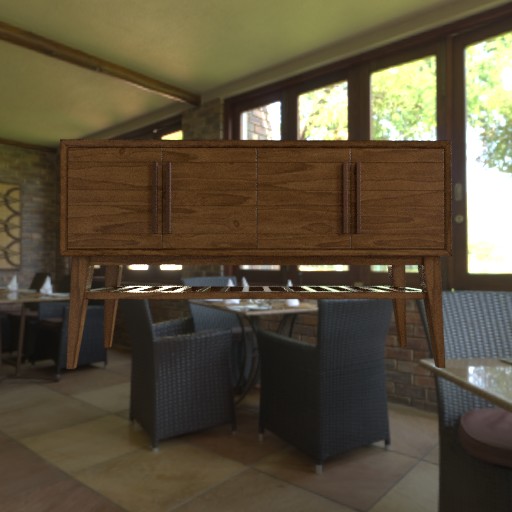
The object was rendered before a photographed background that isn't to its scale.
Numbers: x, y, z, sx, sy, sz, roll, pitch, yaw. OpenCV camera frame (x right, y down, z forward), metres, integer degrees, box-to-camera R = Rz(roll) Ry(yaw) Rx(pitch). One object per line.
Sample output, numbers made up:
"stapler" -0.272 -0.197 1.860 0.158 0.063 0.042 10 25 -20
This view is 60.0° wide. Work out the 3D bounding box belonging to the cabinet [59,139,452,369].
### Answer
"cabinet" 0.000 0.000 1.763 1.363 0.802 0.477 0 -1 -1
